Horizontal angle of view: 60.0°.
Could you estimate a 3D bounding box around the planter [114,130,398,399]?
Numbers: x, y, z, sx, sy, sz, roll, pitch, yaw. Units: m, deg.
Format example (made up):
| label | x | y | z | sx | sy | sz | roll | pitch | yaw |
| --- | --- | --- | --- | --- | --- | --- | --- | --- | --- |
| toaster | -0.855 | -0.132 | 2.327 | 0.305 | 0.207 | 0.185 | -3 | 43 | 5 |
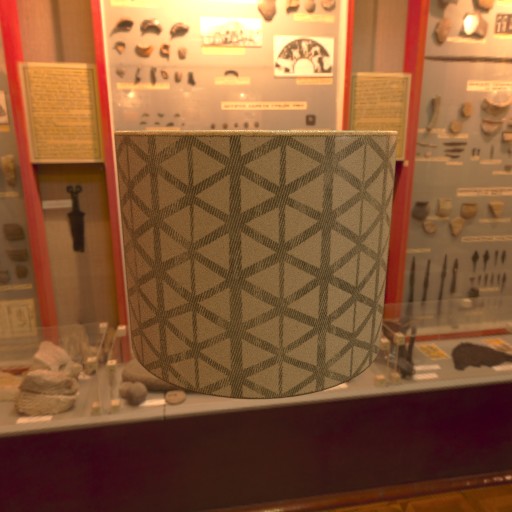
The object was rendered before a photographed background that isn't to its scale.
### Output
| label | x | y | z | sx | sy | sz | roll | pitch | yaw |
| --- | --- | --- | --- | --- | --- | --- | --- | --- | --- |
| planter | 0.000 | 0.000 | 0.334 | 0.190 | 0.181 | 0.190 | 0 | 16 | 0 |
